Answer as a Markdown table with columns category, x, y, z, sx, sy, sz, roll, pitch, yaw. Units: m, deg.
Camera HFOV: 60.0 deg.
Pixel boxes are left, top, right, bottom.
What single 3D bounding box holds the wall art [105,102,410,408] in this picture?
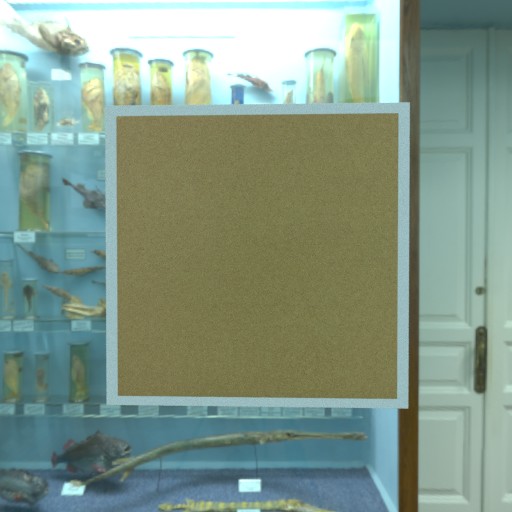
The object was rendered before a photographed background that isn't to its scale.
| category | x | y | z | sx | sy | sz | roll | pitch | yaw |
| --- | --- | --- | --- | --- | --- | --- | --- | --- | --- |
| wall art | 0.000 | 0.000 | 0.459 | 0.307 | 0.307 | 0.020 | 0 | 1 | 2 |
